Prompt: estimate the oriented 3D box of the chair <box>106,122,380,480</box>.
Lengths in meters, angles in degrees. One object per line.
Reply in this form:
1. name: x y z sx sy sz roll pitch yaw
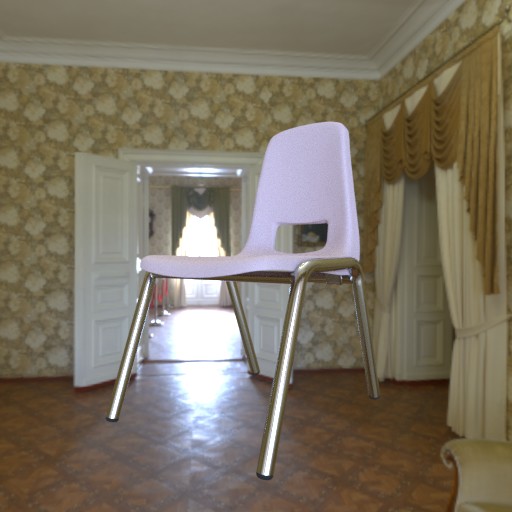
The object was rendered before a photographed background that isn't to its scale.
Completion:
1. chair: 0.000 0.000 0.841 0.354 0.586 0.423 0 0 37
